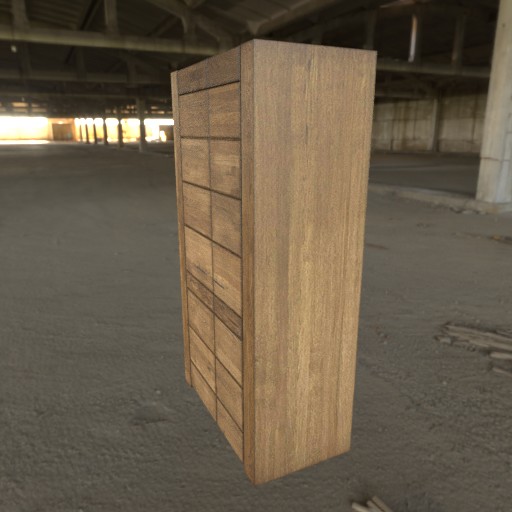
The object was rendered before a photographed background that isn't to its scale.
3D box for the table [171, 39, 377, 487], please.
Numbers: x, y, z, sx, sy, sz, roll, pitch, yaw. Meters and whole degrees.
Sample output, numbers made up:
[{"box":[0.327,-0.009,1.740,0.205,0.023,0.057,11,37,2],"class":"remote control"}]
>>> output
[{"box":[0.000,0.000,2.487,0.600,2.000,1.100,-8,17,-25],"class":"table"}]
